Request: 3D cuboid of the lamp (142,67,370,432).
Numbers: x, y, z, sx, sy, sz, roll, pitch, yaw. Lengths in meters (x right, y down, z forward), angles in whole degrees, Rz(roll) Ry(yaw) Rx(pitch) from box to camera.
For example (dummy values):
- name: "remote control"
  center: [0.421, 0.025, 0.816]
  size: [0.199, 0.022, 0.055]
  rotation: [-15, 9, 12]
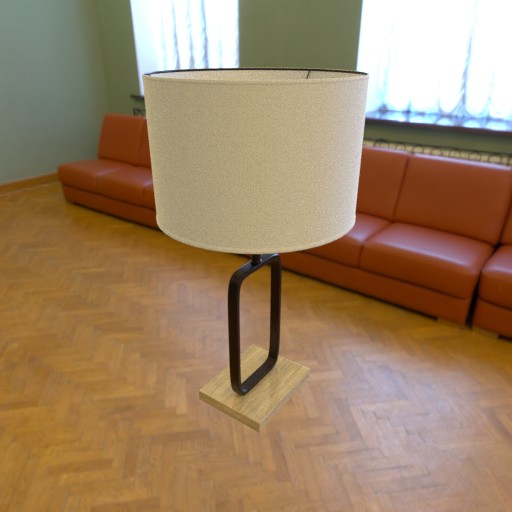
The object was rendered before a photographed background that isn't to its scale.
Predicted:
- name: "lamp"
  center: [0.000, 0.000, 0.663]
  size: [0.279, 0.508, 0.279]
  rotation: [17, 30, 32]
